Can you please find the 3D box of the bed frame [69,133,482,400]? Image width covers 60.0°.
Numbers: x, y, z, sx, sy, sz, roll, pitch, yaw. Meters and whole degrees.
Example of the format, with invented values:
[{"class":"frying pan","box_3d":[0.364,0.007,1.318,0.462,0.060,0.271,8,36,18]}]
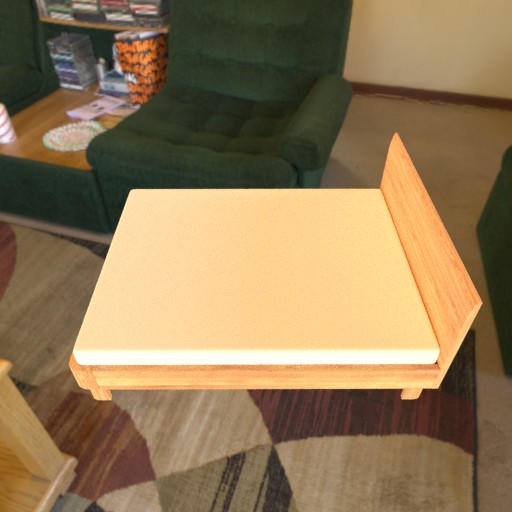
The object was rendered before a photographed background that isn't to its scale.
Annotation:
[{"class":"bed frame","box_3d":[0.000,0.000,2.974,2.092,0.940,1.660,0,43,0]}]
